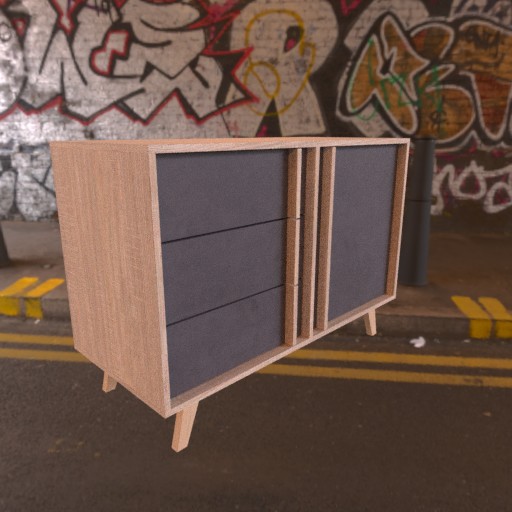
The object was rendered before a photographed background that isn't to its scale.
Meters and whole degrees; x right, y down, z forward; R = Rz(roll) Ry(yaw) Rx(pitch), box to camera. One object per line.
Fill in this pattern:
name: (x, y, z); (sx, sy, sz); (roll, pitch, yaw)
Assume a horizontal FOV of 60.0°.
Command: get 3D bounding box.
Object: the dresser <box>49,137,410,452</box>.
dresser: (0.000, 0.000, 1.533); (0.500, 0.780, 1.110); (15, 22, 43)
